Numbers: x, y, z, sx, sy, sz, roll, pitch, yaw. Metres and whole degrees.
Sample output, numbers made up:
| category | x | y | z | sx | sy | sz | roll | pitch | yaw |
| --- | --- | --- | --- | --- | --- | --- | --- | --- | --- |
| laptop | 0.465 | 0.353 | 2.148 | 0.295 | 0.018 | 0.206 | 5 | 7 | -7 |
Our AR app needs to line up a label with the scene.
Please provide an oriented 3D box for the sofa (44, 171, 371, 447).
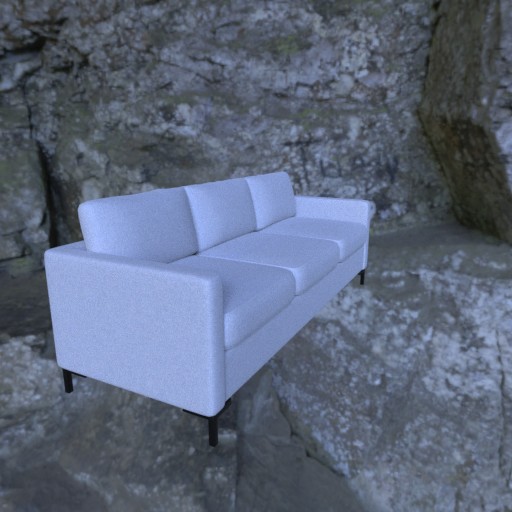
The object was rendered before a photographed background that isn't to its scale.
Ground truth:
| category | x | y | z | sx | sy | sz | roll | pitch | yaw |
| --- | --- | --- | --- | --- | --- | --- | --- | --- | --- |
| sofa | 0.000 | 0.000 | 2.650 | 0.859 | 0.874 | 2.218 | 8 | 17 | 27 |
